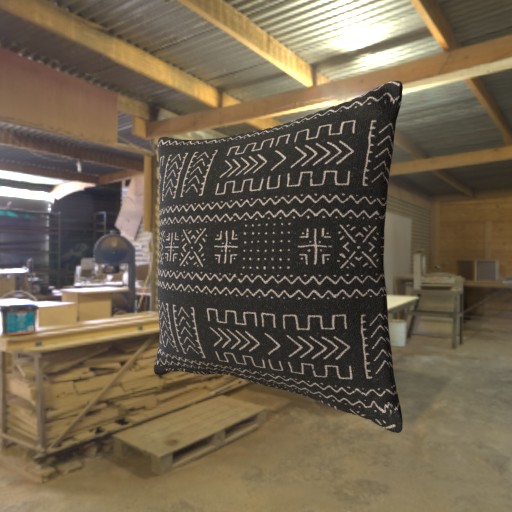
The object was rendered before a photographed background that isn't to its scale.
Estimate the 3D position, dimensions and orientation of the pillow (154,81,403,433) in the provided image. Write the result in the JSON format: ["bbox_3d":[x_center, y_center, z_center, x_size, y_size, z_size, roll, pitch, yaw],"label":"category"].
[{"bbox_3d":[0.000,0.000,0.664,0.438,0.430,0.164,0,0,36],"label":"pillow"}]
